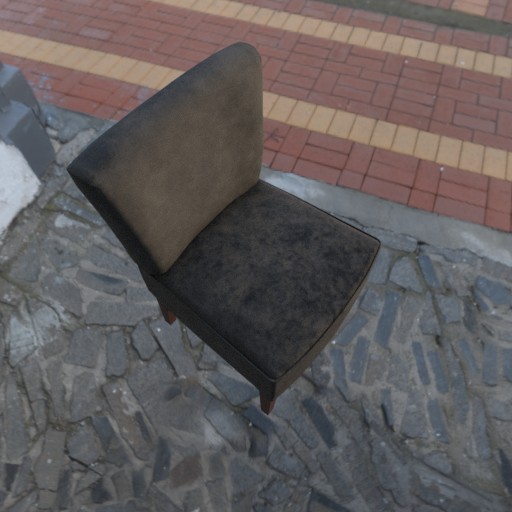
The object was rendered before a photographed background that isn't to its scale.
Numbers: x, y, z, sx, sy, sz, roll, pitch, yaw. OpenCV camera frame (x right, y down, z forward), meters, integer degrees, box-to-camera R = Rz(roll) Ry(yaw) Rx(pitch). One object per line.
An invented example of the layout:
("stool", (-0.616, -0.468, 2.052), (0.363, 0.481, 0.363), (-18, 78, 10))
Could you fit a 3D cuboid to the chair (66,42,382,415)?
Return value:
("chair", (0.000, 0.000, 1.194), (0.554, 0.806, 0.521), (34, 64, 19))
